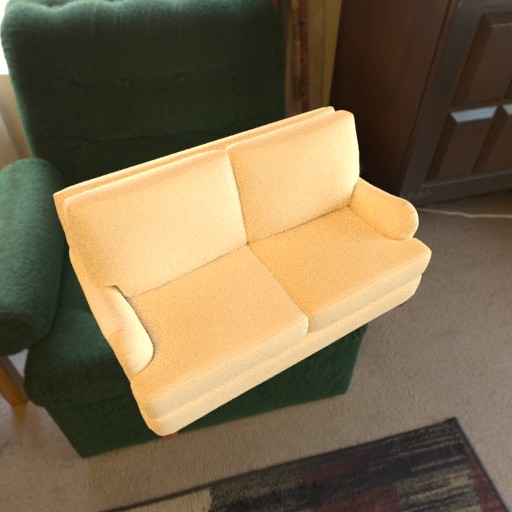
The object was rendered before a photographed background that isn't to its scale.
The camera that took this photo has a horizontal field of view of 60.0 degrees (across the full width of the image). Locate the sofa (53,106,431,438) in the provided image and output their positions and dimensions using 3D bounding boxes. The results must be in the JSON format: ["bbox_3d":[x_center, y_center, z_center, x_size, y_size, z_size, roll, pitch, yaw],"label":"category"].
[{"bbox_3d":[0.000,0.000,2.553,1.853,1.101,1.084,-24,50,-22],"label":"sofa"}]
